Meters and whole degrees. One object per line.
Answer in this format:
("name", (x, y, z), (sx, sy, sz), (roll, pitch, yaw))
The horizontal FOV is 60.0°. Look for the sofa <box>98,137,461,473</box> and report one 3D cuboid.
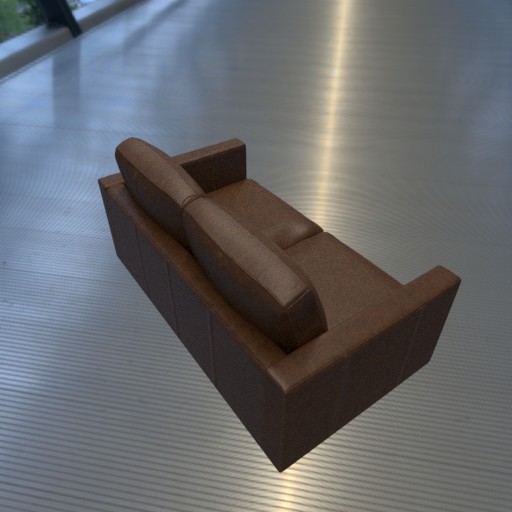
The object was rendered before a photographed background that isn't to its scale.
("sofa", (0.000, 0.000, 2.143), (0.909, 0.951, 1.578), (-24, 45, -27))
